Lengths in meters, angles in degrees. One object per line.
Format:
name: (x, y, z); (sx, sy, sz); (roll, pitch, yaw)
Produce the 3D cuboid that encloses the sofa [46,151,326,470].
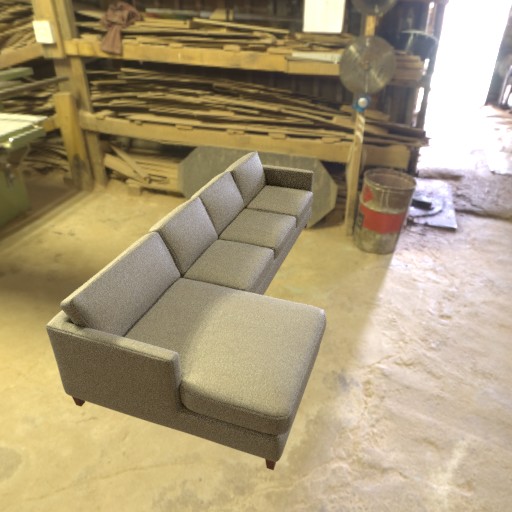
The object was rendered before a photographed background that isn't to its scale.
sofa: (0.000, 0.000, 3.751); (1.502, 0.876, 3.201); (10, 32, 17)
